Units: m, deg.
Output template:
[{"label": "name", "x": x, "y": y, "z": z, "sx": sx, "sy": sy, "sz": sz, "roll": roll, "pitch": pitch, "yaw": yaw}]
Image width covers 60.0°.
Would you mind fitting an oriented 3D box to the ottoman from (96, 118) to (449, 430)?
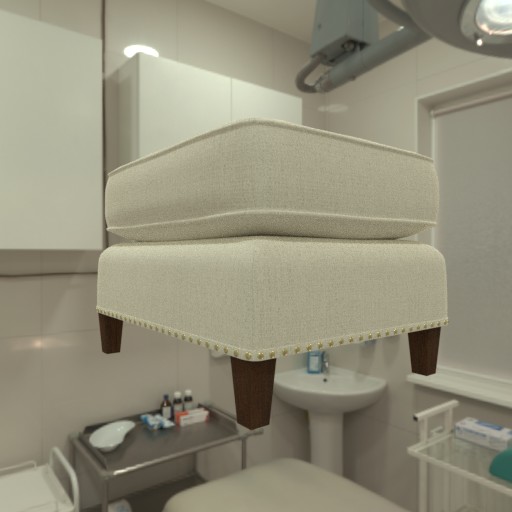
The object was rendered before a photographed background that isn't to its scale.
[{"label": "ottoman", "x": 0.000, "y": 0.000, "z": 1.131, "sx": 0.589, "sy": 0.537, "sz": 0.738, "roll": 0, "pitch": 1, "yaw": -38}]
